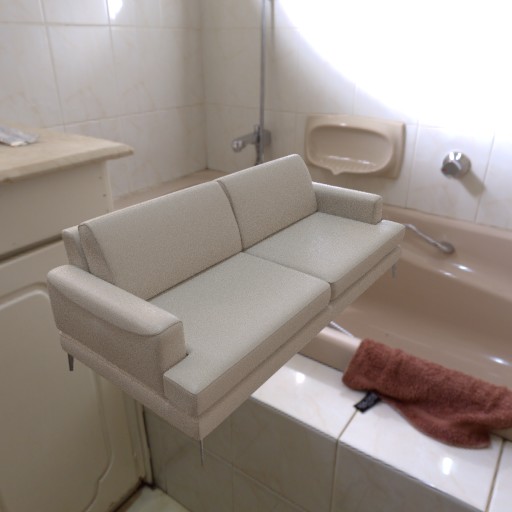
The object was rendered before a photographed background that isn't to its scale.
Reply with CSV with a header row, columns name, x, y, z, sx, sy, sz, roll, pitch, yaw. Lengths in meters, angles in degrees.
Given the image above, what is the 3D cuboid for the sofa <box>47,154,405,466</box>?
name,x,y,z,sx,sy,sz,roll,pitch,yaw
sofa,0.000,0.000,2.423,0.974,0.765,1.940,18,31,33
